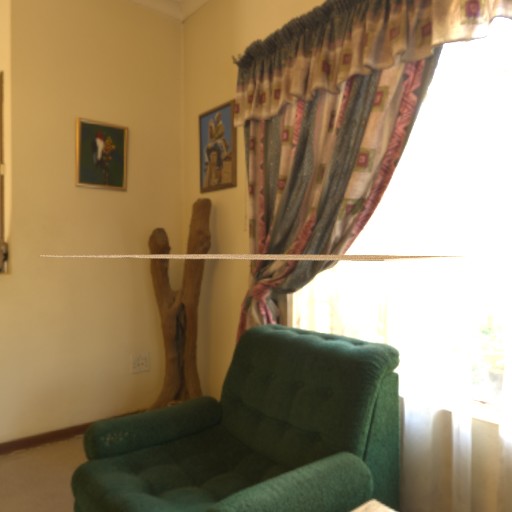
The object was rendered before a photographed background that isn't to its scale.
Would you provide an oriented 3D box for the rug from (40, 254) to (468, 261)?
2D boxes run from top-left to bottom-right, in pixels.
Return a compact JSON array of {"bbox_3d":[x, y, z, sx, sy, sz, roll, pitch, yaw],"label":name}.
[{"bbox_3d":[0.000,0.000,4.278,3.357,0.019,2.449,0,1,35],"label":"rug"}]
